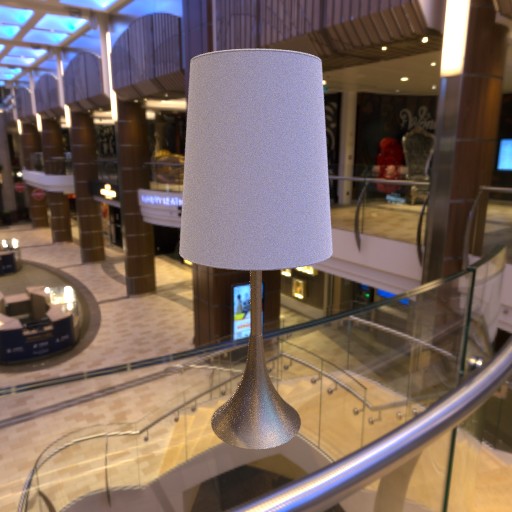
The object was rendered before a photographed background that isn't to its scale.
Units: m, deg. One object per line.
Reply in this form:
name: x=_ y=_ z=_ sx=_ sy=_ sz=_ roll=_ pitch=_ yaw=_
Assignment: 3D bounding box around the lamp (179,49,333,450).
lamp: x=0.000 y=0.000 z=0.679 sx=0.231 sy=0.569 sz=0.231 roll=0 pitch=14 yaw=0
